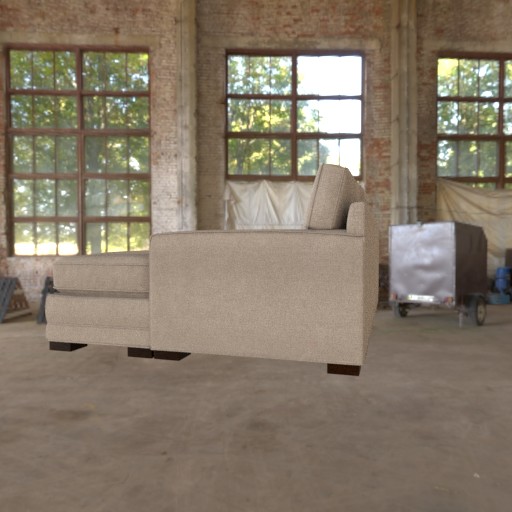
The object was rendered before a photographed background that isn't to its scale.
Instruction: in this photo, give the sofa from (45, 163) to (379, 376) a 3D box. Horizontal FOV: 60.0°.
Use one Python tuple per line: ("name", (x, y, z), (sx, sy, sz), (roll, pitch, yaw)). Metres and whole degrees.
("sofa", (0.000, 0.000, 2.890), (1.496, 0.861, 2.087), (0, 2, 17))
